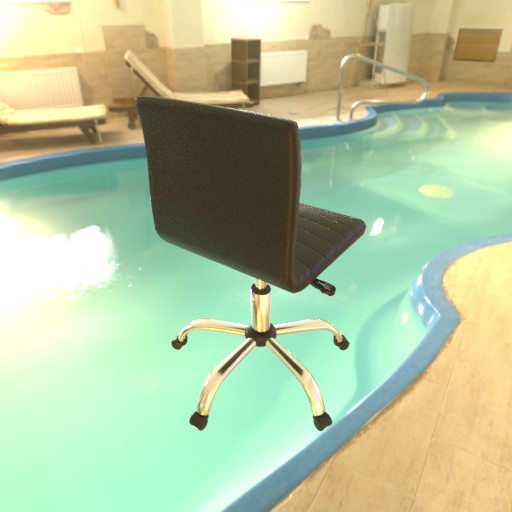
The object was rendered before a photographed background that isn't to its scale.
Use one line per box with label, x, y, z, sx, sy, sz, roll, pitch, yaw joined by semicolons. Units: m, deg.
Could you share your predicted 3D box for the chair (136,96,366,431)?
chair;0.000;0.000;1.115;0.556;0.780;0.530;21;36;31
